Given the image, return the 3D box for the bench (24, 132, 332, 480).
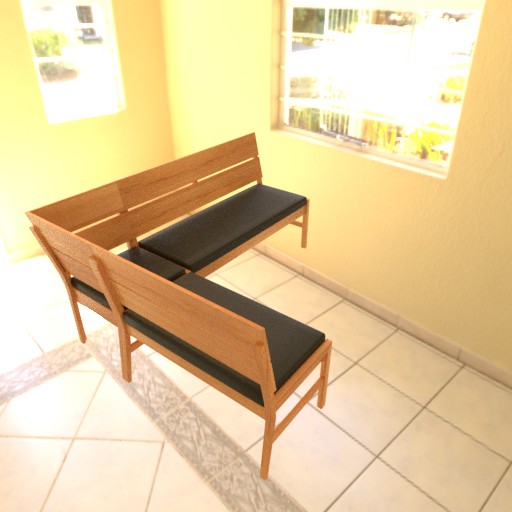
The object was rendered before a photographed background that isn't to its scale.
[{"bbox_3d":[0.000,0.000,2.790,1.548,0.890,1.948,21,37,32],"label":"bench"}]
